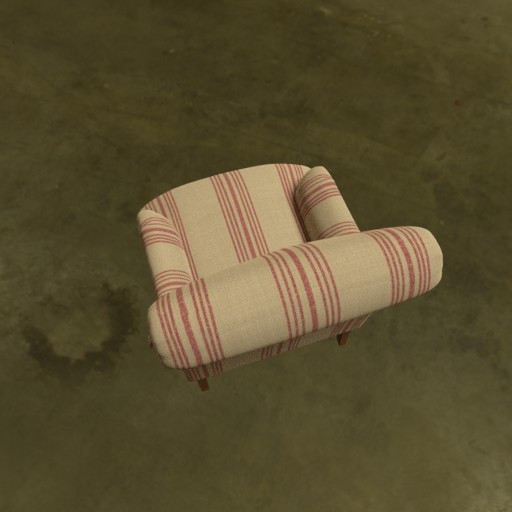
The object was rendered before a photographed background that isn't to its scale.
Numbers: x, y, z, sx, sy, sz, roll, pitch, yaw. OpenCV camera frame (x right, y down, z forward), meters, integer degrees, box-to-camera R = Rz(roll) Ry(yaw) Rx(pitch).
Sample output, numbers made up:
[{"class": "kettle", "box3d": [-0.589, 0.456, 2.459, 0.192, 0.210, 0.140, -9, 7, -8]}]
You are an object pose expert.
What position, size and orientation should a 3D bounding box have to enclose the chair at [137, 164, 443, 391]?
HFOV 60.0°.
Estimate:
[{"class": "chair", "box3d": [0.000, 0.000, 1.887, 0.933, 1.123, 1.058, -16, 61, -9]}]
